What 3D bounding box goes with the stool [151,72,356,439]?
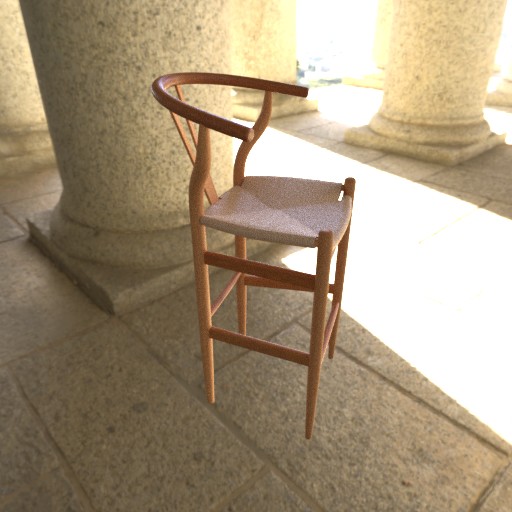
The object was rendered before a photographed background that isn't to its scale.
[{"bbox_3d":[0.000,0.000,1.429,0.561,1.068,0.574,10,31,16],"label":"stool"}]
